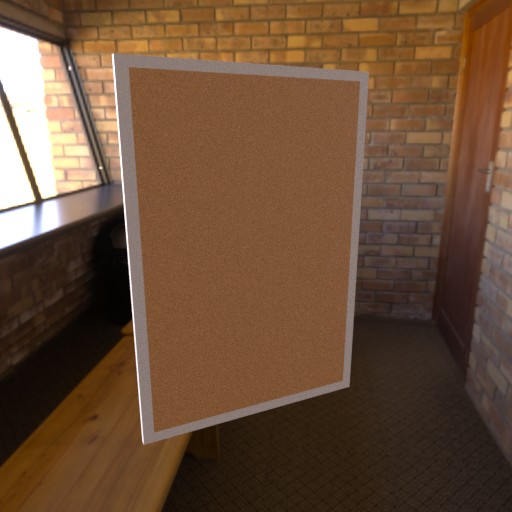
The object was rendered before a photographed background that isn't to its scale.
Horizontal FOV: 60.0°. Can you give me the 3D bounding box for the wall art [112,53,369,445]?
[{"bbox_3d":[0.000,0.000,0.818,0.456,0.656,0.013,-7,17,-24],"label":"wall art"}]
